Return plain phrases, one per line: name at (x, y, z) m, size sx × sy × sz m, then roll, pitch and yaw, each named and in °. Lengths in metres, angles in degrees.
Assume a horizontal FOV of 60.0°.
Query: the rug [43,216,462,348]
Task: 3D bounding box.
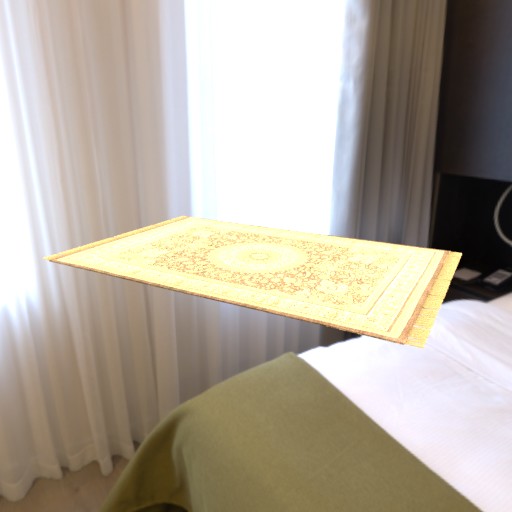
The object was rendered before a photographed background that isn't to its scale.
rug at (0.000, 0.000, 4.238) m, size 3.422 × 0.015 × 2.143 m, roll 10°, pitch 20°, yaw 28°
